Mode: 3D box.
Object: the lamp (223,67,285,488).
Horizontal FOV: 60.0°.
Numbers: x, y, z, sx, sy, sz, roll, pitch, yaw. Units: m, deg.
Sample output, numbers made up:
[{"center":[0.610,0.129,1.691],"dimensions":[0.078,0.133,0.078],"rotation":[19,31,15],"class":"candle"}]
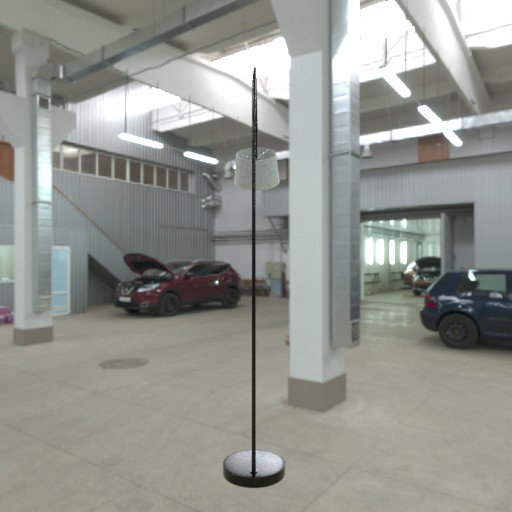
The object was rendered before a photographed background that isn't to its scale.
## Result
[{"center":[0.000,0.000,2.687],"dimensions":[0.331,2.104,1.363],"rotation":[0,-1,1],"class":"lamp"}]
